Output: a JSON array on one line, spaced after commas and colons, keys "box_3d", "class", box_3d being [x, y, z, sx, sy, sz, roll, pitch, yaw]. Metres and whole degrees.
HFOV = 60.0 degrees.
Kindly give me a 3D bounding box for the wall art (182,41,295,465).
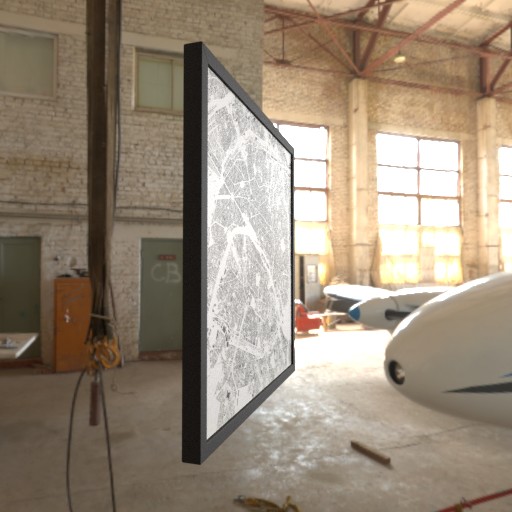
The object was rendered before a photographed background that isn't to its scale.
[{"box_3d": [0.000, 0.000, 1.164, 0.037, 0.763, 0.763, -1, -2, 18], "class": "wall art"}]
